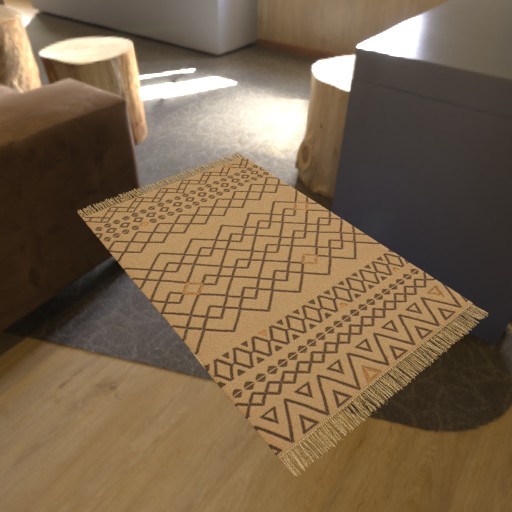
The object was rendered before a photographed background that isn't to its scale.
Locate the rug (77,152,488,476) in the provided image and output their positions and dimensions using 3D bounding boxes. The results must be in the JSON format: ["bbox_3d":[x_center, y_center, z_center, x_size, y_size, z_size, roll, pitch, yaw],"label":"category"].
[{"bbox_3d":[0.000,0.000,2.399,1.224,0.028,2.023,-27,48,-28],"label":"rug"}]
